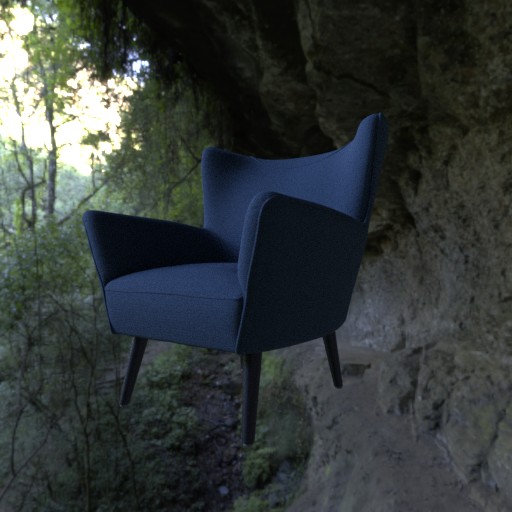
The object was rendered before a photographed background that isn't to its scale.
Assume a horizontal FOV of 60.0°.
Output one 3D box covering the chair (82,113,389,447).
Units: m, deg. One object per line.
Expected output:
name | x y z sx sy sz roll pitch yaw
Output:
chair | 0.000 0.000 1.531 0.781 0.933 0.888 0 0 36
